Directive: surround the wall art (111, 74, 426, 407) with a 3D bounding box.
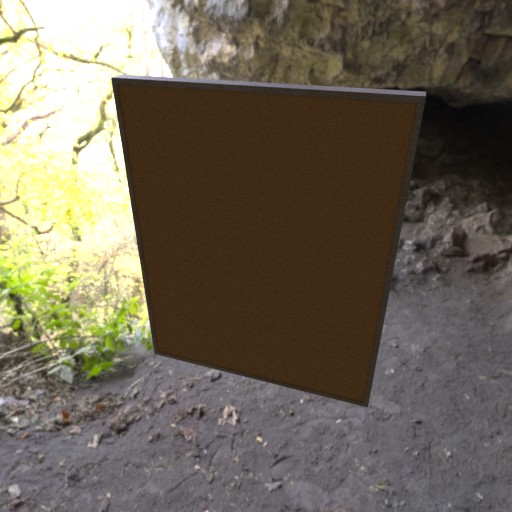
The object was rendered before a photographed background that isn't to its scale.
[{"bbox_3d":[0.000,0.000,0.711,0.421,0.521,0.032,10,32,16],"label":"wall art"}]
